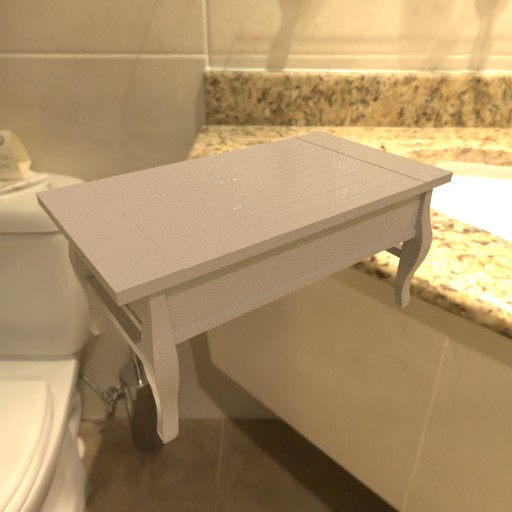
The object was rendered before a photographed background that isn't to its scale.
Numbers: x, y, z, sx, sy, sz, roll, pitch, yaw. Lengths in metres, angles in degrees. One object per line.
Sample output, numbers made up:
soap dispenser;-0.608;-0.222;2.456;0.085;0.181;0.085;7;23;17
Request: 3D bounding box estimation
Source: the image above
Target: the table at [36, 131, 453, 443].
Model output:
table;0.000;0.000;1.403;1.062;0.495;0.600;-21;36;-31
